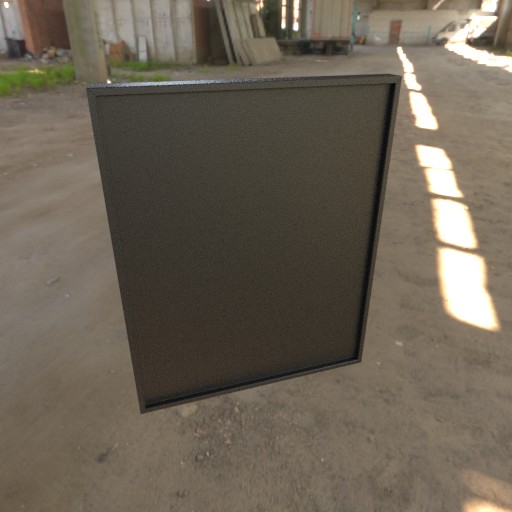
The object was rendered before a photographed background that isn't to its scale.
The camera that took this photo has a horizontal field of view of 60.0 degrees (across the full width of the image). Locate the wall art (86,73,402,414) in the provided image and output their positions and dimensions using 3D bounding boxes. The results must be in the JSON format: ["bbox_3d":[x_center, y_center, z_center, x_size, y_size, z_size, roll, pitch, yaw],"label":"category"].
[{"bbox_3d":[0.000,0.000,0.748,0.449,0.555,0.039,-9,29,-16],"label":"wall art"}]
